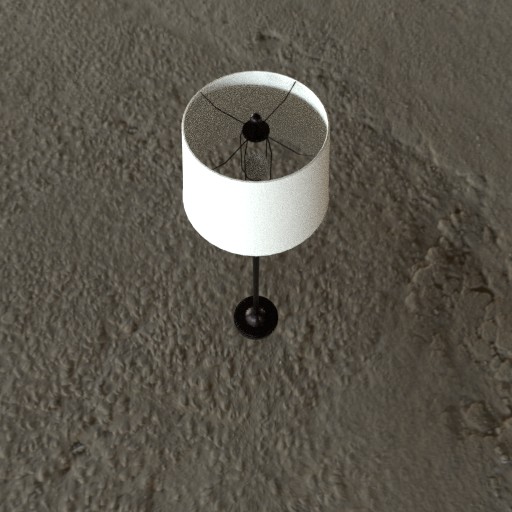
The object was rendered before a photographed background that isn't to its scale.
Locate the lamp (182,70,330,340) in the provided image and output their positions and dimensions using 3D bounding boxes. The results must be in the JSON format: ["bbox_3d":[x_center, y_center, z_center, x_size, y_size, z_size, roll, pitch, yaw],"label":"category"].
[{"bbox_3d":[0.000,0.000,1.697,0.431,1.484,0.431,0,64,0],"label":"lamp"}]
